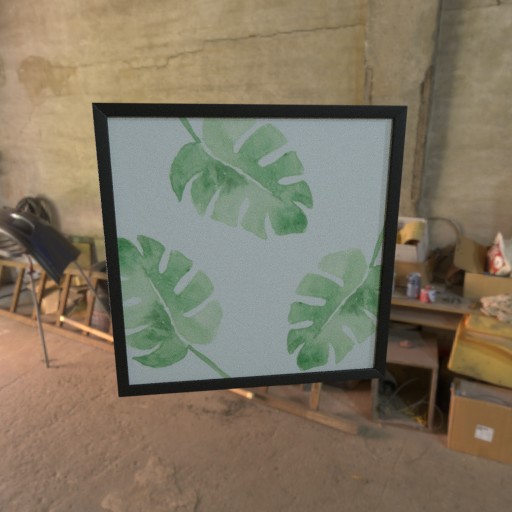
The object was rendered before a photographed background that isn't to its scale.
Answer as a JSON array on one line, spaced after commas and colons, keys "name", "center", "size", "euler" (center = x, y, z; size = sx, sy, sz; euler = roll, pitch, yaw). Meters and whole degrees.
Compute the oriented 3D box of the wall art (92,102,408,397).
[{"name": "wall art", "center": [0.000, 0.000, 1.182], "size": [0.765, 0.765, 0.038], "euler": [-2, 15, -7]}]
